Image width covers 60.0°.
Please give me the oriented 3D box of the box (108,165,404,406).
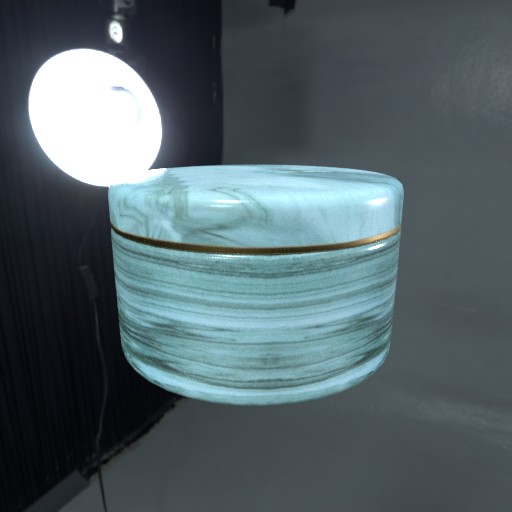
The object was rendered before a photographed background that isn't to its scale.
[{"bbox_3d":[0.000,0.000,0.166,0.101,0.063,0.101,0,16,0],"label":"box"}]
